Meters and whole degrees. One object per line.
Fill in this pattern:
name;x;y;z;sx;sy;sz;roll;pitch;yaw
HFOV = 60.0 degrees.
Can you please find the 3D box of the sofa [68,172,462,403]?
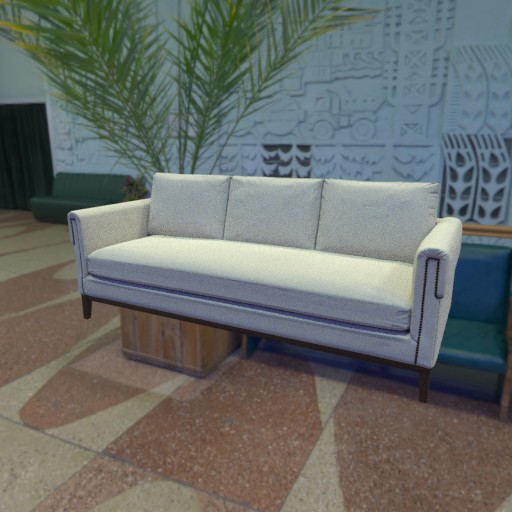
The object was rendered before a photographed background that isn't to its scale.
sofa;0.000;0.000;2.672;2.198;0.911;0.902;7;16;26
